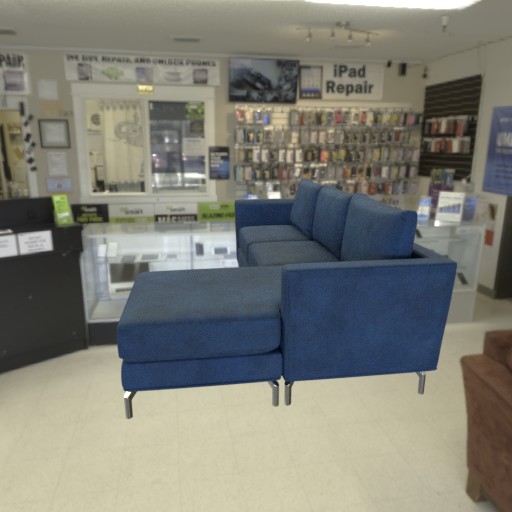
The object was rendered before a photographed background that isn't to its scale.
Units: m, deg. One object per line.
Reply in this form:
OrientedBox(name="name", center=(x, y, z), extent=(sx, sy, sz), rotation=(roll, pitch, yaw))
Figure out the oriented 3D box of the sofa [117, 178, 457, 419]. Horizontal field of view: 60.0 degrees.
OrientedBox(name="sofa", center=(0.000, 0.000, 3.238), extent=(1.622, 0.987, 2.438), rotation=(-2, 15, -8))
